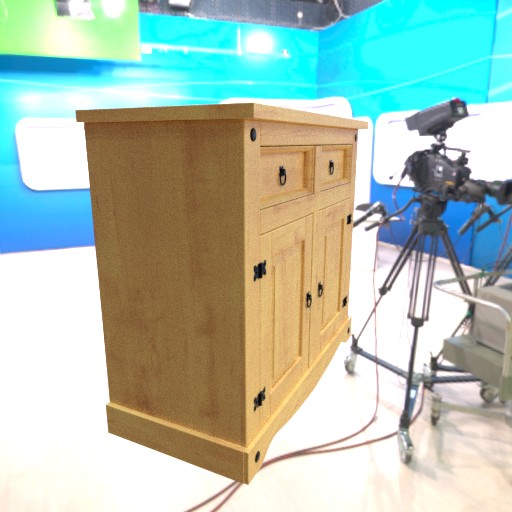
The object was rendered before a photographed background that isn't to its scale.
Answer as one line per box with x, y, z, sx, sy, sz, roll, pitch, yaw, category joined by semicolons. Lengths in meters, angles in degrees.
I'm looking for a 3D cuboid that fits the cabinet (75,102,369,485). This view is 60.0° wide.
0.000;0.000;1.402;0.450;0.840;0.920;7;16;26;cabinet
